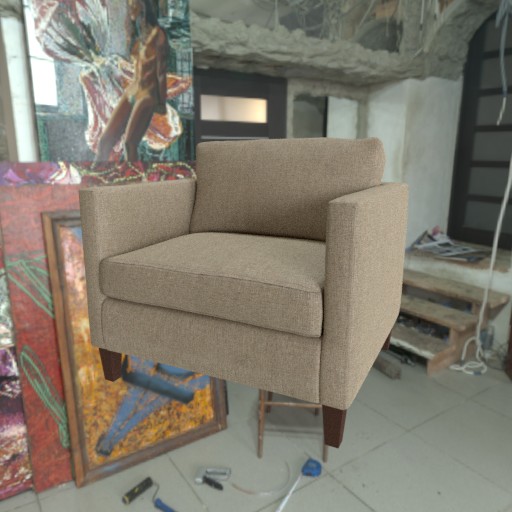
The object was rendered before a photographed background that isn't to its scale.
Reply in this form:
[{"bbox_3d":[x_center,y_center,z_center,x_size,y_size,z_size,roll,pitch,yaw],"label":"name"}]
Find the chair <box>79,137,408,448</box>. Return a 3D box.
[{"bbox_3d":[0.000,0.000,1.892,1.107,0.987,0.959,6,14,26],"label":"chair"}]
